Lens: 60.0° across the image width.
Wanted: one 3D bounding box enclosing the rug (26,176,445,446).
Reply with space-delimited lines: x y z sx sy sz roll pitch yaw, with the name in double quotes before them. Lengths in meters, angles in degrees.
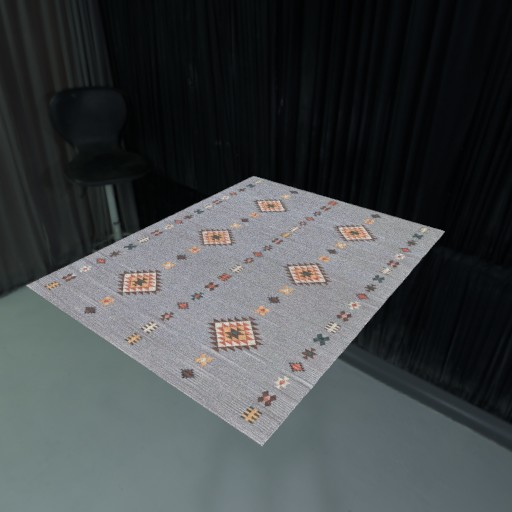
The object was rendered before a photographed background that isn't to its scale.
"rug" 0.000 0.000 4.032 2.425 0.008 3.035 22 38 31
